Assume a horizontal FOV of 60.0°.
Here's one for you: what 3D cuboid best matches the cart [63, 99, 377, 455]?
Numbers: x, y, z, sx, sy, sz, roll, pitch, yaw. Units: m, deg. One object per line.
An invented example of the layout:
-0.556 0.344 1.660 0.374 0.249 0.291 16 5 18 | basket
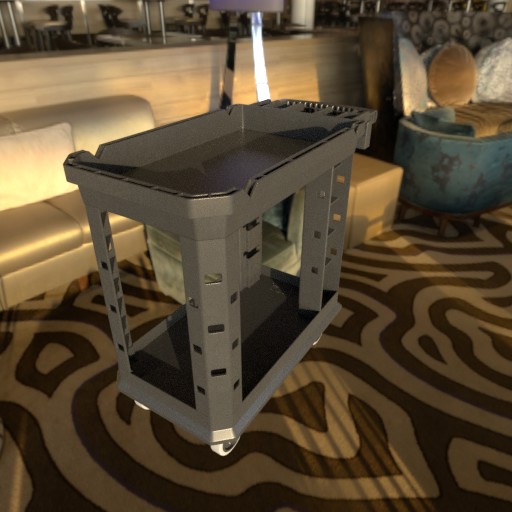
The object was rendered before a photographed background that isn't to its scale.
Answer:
0.000 0.000 1.540 0.497 0.884 1.061 18 35 28 | cart
